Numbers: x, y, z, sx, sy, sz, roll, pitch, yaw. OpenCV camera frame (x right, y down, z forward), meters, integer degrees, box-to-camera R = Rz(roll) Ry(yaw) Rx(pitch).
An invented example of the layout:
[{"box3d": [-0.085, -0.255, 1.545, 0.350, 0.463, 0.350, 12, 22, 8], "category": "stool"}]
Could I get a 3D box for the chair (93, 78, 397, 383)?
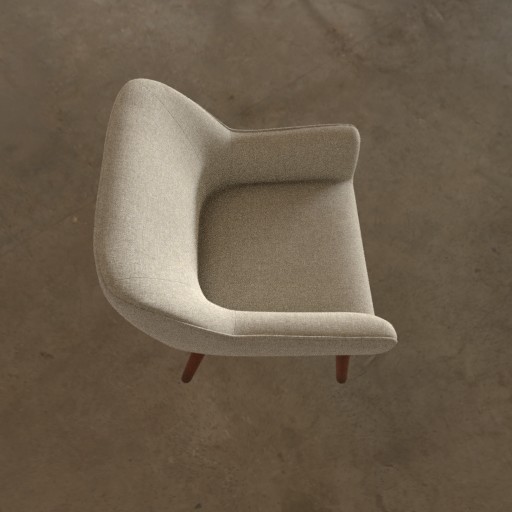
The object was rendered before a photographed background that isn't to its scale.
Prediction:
[{"box3d": [0.000, 0.000, 1.214, 0.610, 0.813, 0.610, -2, 64, -1], "category": "chair"}]
